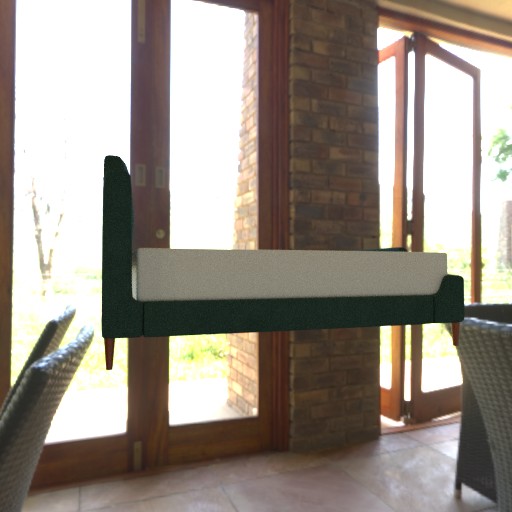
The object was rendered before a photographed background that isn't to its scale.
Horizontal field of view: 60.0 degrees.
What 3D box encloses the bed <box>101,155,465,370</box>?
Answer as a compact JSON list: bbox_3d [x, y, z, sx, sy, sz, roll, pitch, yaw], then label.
[{"bbox_3d":[0.000,0.000,3.599,2.340,1.245,2.074,1,-2,-18],"label":"bed"}]
